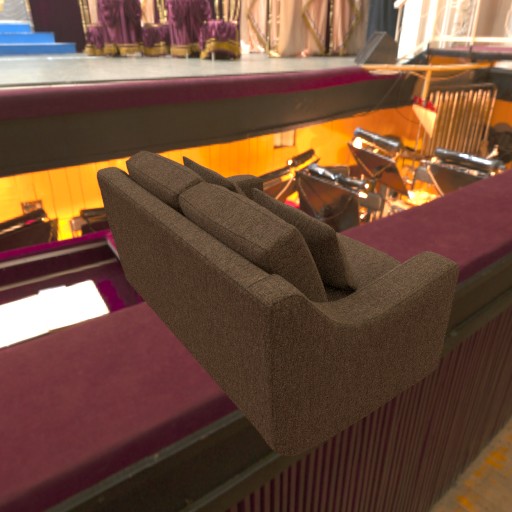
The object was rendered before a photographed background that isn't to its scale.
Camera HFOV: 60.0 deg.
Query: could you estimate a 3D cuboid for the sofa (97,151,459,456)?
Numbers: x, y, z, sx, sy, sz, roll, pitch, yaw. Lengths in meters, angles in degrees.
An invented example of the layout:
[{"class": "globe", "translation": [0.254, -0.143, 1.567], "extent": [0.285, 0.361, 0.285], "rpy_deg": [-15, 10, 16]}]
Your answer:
[{"class": "sofa", "translation": [0.000, 0.000, 2.406], "extent": [1.120, 0.991, 1.778], "rpy_deg": [-18, 32, -30]}]
